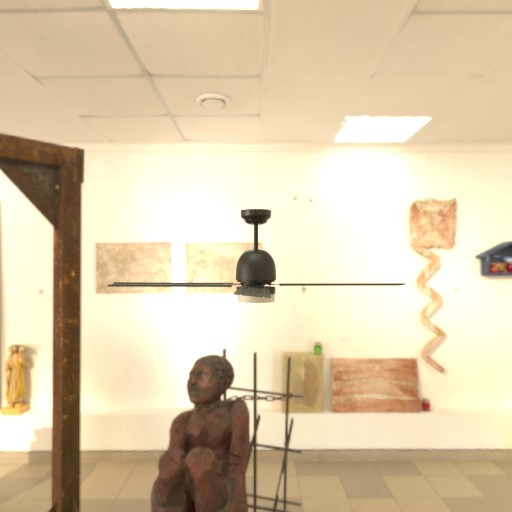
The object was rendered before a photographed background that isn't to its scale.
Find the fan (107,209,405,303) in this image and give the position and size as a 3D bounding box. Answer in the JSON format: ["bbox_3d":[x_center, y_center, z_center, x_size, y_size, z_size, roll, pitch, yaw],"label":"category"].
[{"bbox_3d":[0.000,0.000,2.003,1.319,0.410,1.319,0,-1,0],"label":"fan"}]
